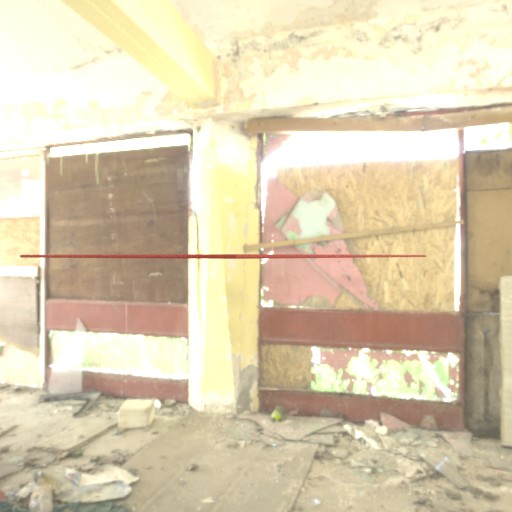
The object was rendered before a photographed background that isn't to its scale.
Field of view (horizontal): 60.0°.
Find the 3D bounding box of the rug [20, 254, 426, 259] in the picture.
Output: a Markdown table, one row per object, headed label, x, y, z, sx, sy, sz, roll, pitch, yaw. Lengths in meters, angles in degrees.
| label | x | y | z | sx | sy | sz | roll | pitch | yaw |
| --- | --- | --- | --- | --- | --- | --- | --- | --- | --- |
| rug | 0.000 | 0.000 | 2.275 | 1.194 | 0.013 | 1.802 | 0 | 0 | 37 |
